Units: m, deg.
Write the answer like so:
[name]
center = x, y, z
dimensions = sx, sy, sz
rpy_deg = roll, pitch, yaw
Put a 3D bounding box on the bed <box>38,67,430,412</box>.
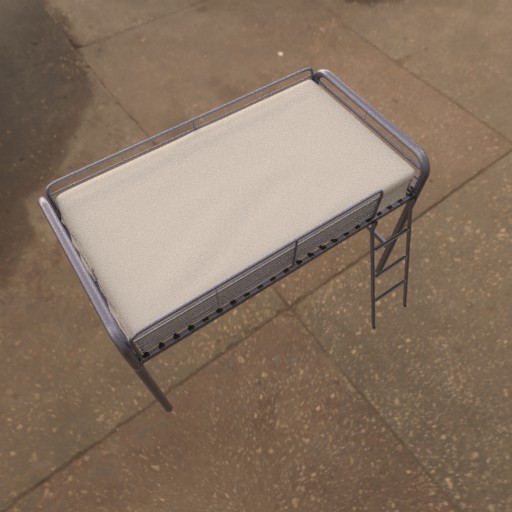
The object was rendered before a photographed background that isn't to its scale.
[bed]
center = 0.000, 0.000, 2.904
dimensions = 1.965, 1.288, 1.415
rpy_deg = -30, 63, -17
